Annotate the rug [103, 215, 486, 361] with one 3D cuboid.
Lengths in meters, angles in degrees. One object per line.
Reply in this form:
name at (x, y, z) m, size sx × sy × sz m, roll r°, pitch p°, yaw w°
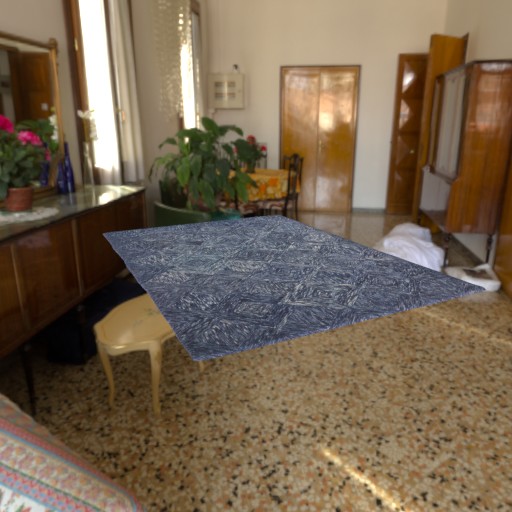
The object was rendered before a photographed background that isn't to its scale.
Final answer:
rug at (0.000, 0.000, 4.289) m, size 2.385 × 0.024 × 3.245 m, roll -8°, pitch 19°, yaw -26°
